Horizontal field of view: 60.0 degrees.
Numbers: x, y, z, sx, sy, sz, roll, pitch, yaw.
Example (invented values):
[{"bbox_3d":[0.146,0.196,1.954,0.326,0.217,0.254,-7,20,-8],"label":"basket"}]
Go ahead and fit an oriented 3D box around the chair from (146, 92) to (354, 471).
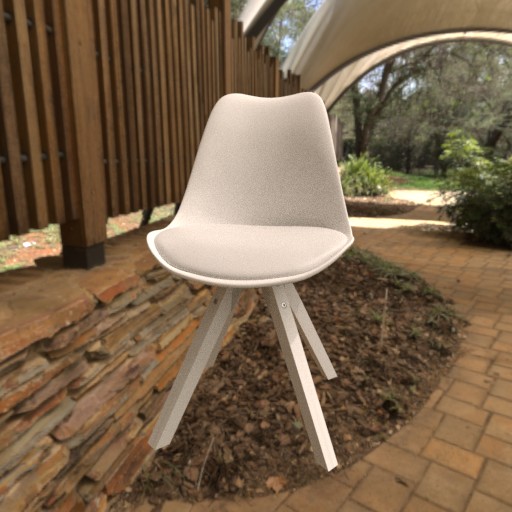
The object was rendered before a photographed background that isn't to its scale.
[{"bbox_3d":[0.000,0.000,1.147,0.485,0.850,0.550,2,14,10],"label":"chair"}]
